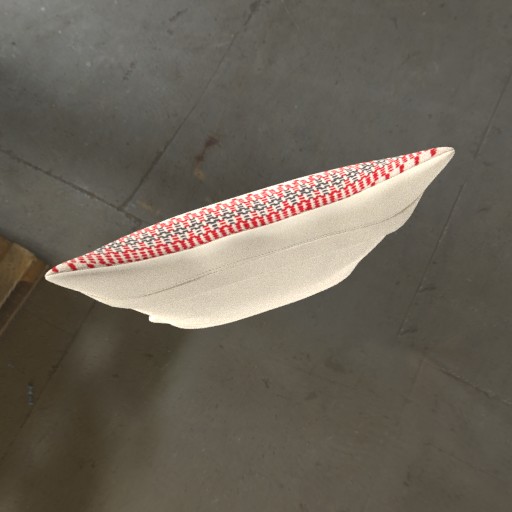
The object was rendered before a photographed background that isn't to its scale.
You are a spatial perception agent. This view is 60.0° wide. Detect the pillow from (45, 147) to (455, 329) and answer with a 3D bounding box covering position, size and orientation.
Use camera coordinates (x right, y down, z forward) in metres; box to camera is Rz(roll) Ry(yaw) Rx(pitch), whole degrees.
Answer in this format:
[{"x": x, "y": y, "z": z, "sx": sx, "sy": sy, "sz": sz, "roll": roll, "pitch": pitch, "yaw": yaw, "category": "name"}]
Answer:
[{"x": 0.000, "y": 0.000, "z": 0.695, "sx": 0.463, "sy": 0.454, "sz": 0.160, "roll": -18, "pitch": 77, "yaw": -4, "category": "pillow"}]
